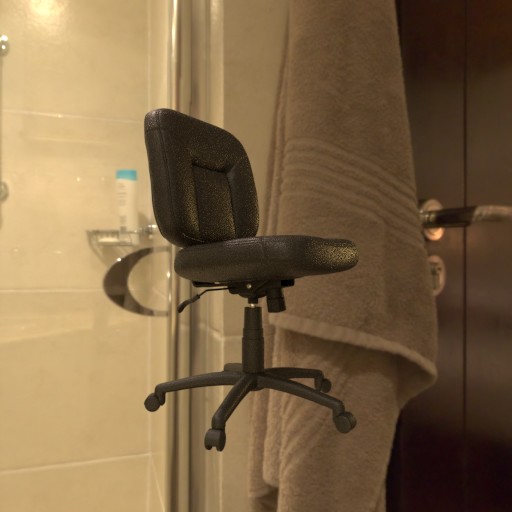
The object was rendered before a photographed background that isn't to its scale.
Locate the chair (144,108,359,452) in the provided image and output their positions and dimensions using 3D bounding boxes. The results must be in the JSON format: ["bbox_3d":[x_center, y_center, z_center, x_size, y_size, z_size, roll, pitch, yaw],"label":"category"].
[{"bbox_3d":[0.000,0.000,1.383,0.646,0.959,0.647,0,-1,35],"label":"chair"}]
